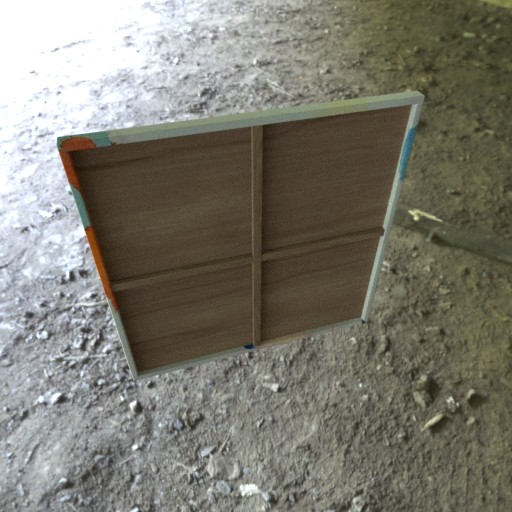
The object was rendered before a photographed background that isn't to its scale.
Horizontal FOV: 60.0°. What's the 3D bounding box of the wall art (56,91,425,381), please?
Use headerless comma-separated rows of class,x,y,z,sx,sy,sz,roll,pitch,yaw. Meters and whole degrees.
wall art,0.000,0.000,1.528,1.017,1.017,0.044,-11,43,-13
